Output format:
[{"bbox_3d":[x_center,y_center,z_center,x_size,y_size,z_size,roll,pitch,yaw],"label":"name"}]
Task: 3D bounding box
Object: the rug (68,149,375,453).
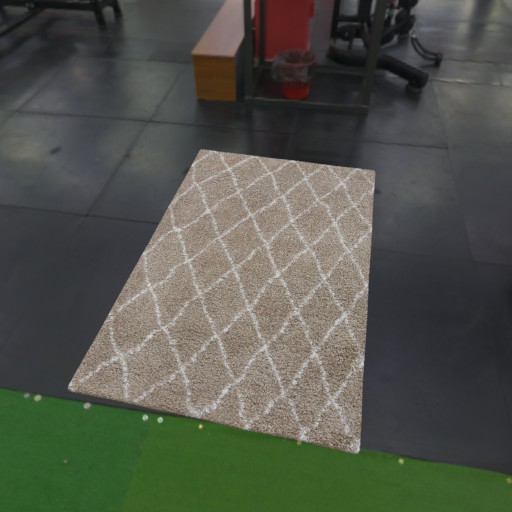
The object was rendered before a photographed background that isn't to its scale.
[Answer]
[{"bbox_3d":[0.000,0.000,3.520,1.778,0.030,2.743,9,47,9],"label":"rug"}]
